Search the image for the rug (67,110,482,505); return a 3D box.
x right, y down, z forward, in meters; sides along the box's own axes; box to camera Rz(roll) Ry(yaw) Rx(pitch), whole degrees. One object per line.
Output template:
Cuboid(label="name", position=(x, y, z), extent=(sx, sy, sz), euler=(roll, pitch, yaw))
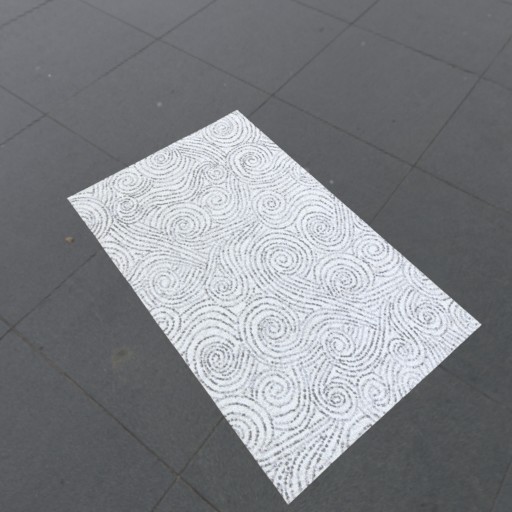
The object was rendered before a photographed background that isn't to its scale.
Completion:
Cuboid(label="rug", position=(0.000, 0.000, 2.909), extent=(1.524, 0.005, 2.439), euler=(-34, 64, -19))
